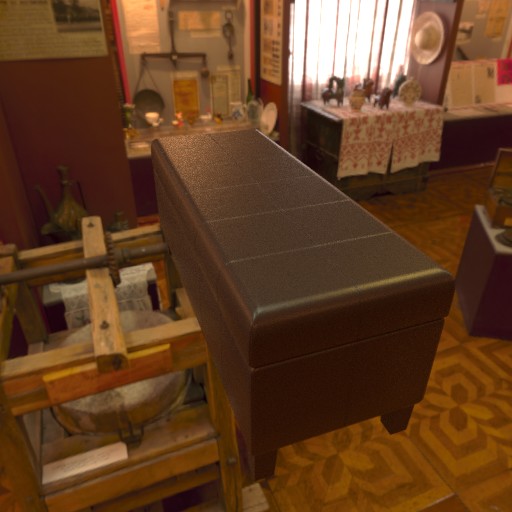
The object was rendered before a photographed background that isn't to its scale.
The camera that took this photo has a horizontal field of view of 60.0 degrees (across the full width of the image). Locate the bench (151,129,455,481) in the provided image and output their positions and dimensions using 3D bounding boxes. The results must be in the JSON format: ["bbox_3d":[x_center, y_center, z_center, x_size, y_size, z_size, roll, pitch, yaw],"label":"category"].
[{"bbox_3d":[0.000,0.000,1.314,0.429,0.457,1.092,-10,32,-17],"label":"bench"}]
